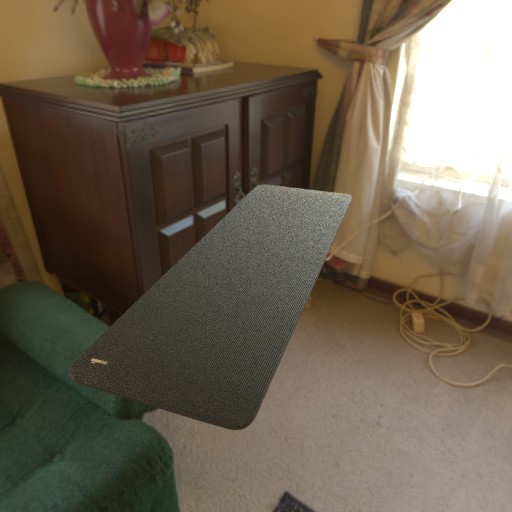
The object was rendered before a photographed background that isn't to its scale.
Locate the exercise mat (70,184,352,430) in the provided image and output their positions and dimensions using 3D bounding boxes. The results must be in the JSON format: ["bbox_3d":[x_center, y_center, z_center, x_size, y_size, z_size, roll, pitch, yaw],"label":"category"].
[{"bbox_3d":[0.000,0.000,2.046,0.616,0.021,1.869,10,30,17],"label":"exercise mat"}]
